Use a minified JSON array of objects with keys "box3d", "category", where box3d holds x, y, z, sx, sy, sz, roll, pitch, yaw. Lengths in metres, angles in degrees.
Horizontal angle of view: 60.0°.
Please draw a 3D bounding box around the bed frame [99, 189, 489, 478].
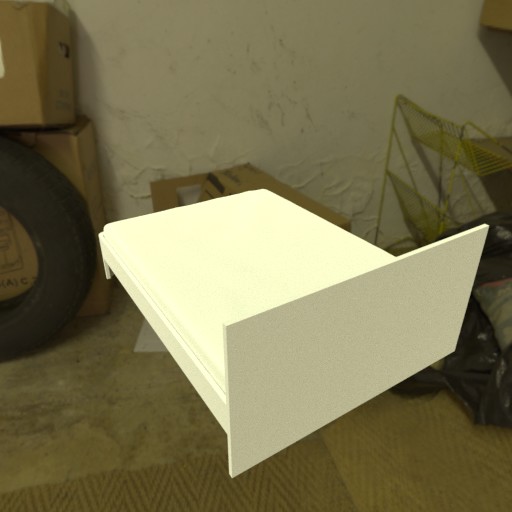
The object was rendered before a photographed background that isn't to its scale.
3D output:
[{"box3d":[0.000,0.000,2.751,1.490,0.800,1.950,-17,33,-28],"category":"bed frame"}]
